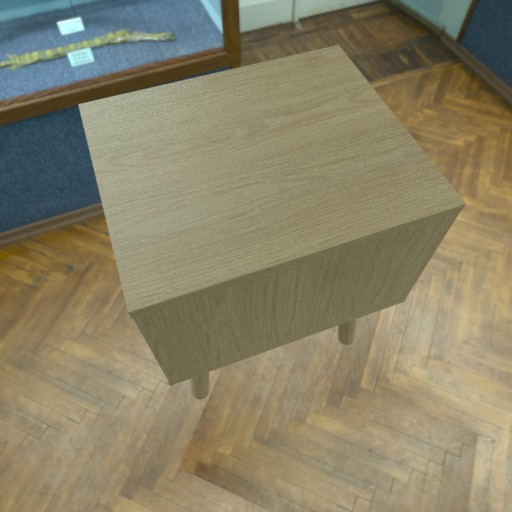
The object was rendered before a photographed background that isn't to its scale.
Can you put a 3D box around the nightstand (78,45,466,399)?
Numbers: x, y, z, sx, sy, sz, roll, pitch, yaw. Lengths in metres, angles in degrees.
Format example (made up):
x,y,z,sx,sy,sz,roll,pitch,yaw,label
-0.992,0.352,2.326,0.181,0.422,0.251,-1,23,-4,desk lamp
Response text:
x,y,z,sx,sy,sz,roll,pitch,yaw,label
0.000,0.000,0.879,0.450,0.571,0.380,-17,59,-11,nightstand
